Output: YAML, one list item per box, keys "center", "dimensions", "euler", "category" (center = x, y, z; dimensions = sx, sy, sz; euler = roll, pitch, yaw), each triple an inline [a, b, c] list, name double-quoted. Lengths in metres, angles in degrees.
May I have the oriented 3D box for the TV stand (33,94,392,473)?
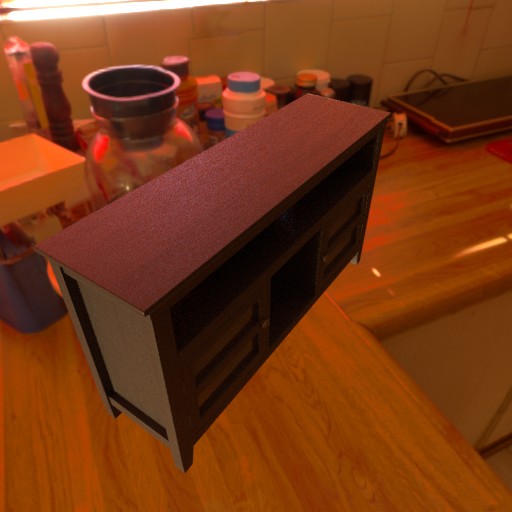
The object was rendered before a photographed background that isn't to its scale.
- center: [0.000, 0.000, 1.482]
  dimensions: [0.347, 0.681, 1.198]
  euler: [24, 45, 27]
  category: "TV stand"
